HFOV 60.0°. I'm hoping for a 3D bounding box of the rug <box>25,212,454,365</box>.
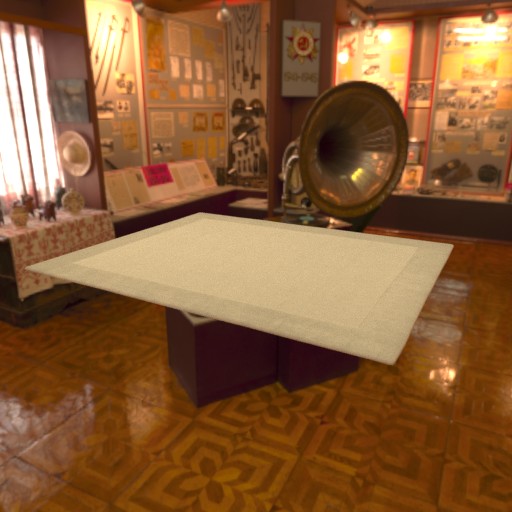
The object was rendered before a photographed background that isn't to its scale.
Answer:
[{"bbox_3d":[0.000,0.000,3.914,2.976,0.018,2.430,10,20,28],"label":"rug"}]
